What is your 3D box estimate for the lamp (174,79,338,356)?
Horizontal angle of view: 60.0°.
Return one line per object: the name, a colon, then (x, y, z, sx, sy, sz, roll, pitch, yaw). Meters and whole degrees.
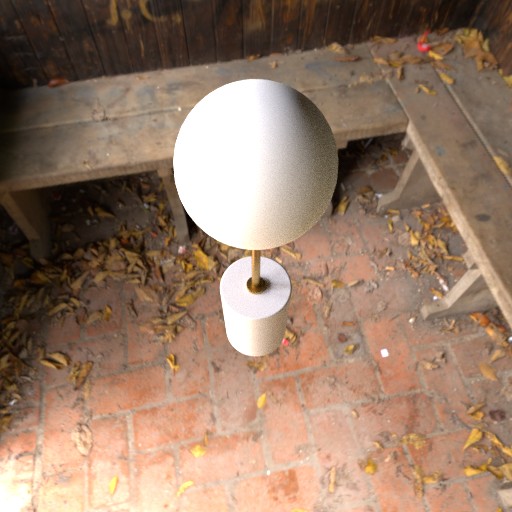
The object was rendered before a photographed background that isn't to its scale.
lamp: (0.000, 0.000, 0.558, 0.153, 0.480, 0.153, 0, 59, 0)
